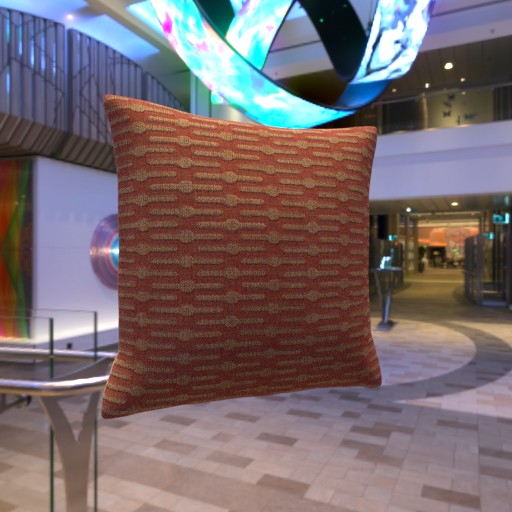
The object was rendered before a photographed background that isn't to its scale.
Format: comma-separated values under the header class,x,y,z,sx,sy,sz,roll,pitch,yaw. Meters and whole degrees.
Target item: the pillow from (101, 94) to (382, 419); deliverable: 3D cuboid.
class,x,y,z,sx,sy,sz,roll,pitch,yaw
pillow,0.000,0.000,0.775,0.511,0.503,0.182,0,0,-20
